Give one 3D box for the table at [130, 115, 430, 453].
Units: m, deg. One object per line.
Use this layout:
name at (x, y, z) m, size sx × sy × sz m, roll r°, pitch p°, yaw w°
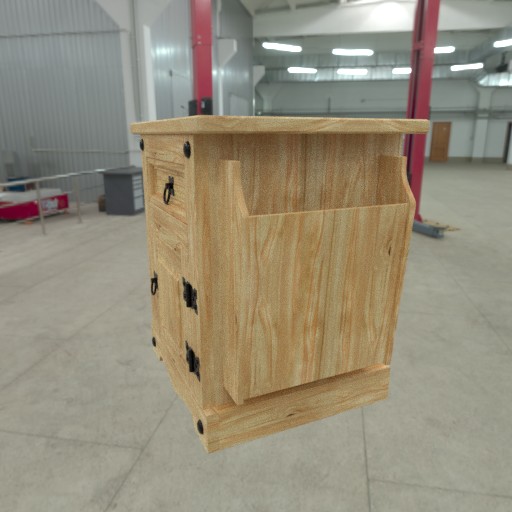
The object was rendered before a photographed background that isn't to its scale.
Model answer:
table at (0.000, 0.000, 0.888) m, size 0.380 × 0.515 × 0.530 m, roll -7°, pitch 17°, yaw -24°
